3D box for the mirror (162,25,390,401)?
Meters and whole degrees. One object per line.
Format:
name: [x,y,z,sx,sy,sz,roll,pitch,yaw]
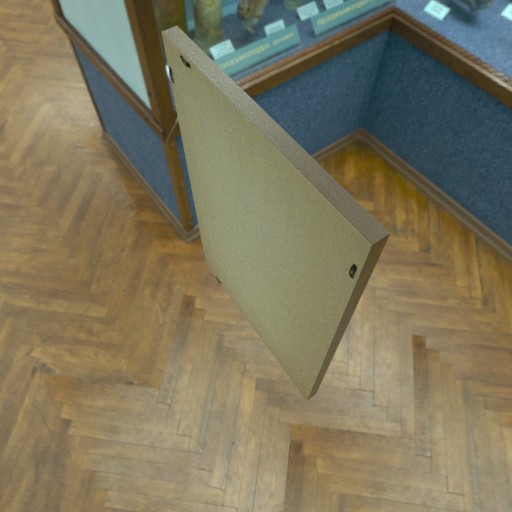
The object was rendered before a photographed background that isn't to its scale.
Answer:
mirror: [0.000,0.000,1.141,0.040,0.915,0.609,-31,64,-17]
